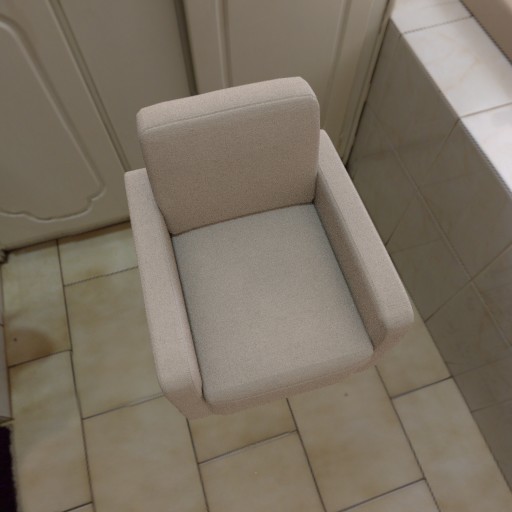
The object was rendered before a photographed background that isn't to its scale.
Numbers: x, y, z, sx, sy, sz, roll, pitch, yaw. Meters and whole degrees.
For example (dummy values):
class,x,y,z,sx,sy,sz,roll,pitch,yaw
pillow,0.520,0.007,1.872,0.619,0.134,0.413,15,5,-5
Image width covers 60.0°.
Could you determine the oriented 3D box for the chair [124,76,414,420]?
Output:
class,x,y,z,sx,sy,sz,roll,pitch,yaw
chair,0.000,0.000,1.516,0.755,0.827,0.888,-14,65,-7
